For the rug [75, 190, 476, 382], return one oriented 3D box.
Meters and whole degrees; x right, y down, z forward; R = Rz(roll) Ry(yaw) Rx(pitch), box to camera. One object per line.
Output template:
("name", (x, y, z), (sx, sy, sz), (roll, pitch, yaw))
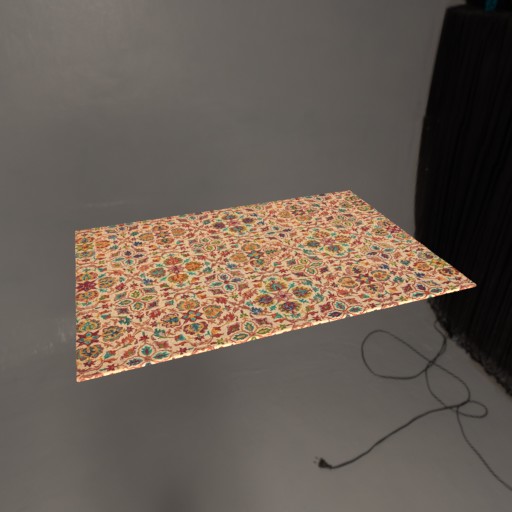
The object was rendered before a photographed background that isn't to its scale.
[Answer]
("rug", (0.000, 0.000, 2.984), (2.297, 0.018, 1.541), (-10, 33, -16))
